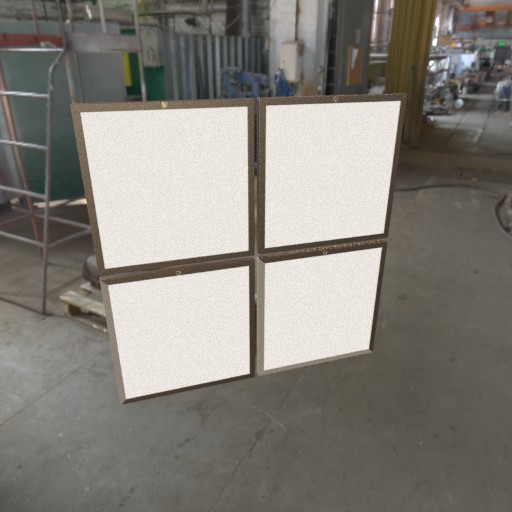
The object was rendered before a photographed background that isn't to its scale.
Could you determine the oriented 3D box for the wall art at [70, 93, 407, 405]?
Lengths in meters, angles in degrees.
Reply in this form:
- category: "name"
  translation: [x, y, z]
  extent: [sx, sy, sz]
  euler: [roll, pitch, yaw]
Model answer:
- category: "wall art"
  translation: [0.000, 0.000, 1.532]
  extent: [1.032, 1.032, 0.030]
  euler: [-7, 26, -16]
